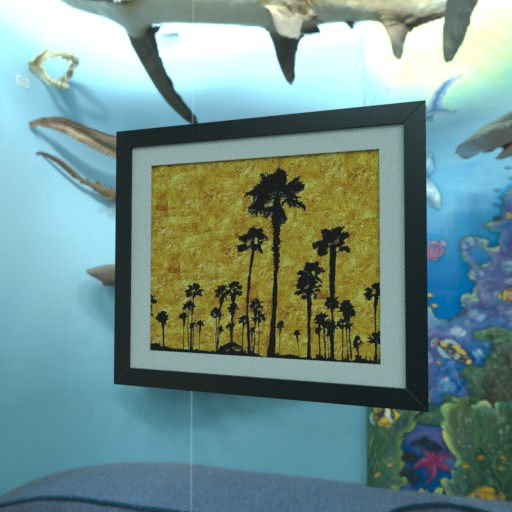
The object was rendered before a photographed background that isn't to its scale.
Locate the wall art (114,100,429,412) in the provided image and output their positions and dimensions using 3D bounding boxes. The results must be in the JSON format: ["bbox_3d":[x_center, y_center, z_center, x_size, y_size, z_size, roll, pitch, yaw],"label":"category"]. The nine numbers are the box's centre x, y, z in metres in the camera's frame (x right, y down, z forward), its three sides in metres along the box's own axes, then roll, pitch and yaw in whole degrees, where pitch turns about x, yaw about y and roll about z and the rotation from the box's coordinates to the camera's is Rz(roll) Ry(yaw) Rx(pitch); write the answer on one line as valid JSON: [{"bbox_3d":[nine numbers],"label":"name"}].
[{"bbox_3d":[0.000,0.000,0.531,0.383,0.332,0.012,-1,-2,17],"label":"wall art"}]
